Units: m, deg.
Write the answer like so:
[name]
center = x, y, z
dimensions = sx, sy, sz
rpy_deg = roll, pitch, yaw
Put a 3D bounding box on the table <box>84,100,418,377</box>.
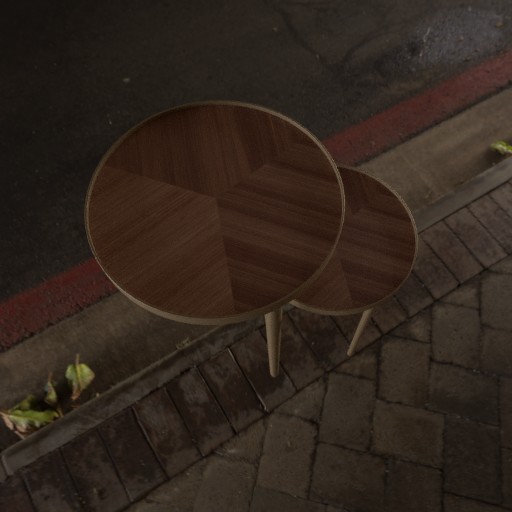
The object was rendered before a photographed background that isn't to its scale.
[table]
center = 0.000, 0.000, 1.159
dimensions = 0.751, 0.555, 0.532
rpy_deg = 1, 63, 0
